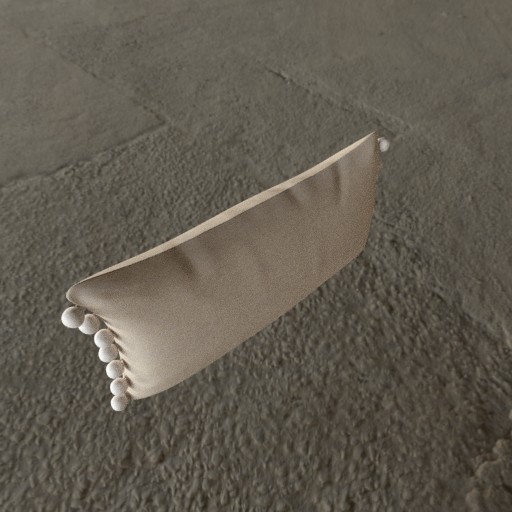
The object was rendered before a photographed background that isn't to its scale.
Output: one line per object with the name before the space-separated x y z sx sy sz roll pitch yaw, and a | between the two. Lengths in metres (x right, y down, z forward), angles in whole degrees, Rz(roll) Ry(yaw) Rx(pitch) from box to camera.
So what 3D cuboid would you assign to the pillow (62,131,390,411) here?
pillow | 0.000 0.000 0.848 0.709 0.322 0.201 -32 53 -28
